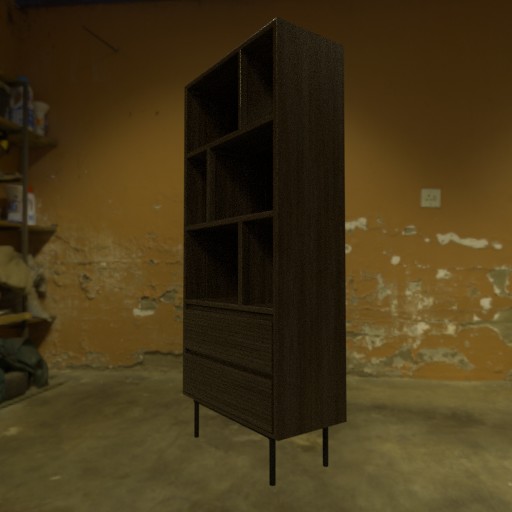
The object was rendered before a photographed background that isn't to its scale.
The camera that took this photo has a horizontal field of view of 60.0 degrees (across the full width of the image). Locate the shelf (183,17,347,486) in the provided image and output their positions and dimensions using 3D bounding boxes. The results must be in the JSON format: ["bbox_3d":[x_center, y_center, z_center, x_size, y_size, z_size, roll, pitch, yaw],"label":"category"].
[{"bbox_3d":[0.000,0.000,1.790,0.323,1.545,0.670,2,-3,-36],"label":"shelf"}]
